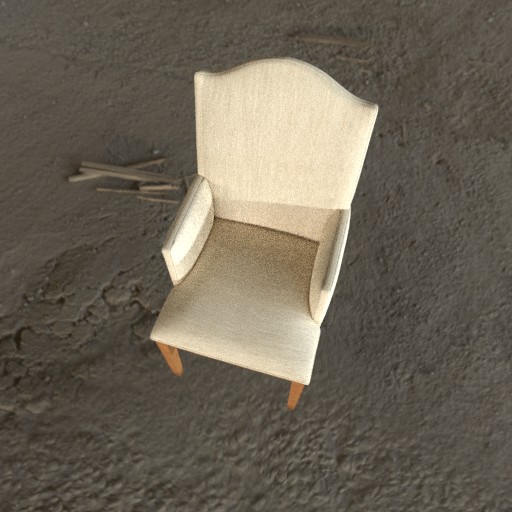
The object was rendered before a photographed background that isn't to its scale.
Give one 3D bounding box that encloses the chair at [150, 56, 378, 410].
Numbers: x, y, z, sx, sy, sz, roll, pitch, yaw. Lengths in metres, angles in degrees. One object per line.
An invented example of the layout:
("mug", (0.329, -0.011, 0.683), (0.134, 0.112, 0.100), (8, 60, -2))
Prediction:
("chair", (0.000, 0.000, 1.426), (0.533, 1.016, 0.641), (14, 60, 8))
